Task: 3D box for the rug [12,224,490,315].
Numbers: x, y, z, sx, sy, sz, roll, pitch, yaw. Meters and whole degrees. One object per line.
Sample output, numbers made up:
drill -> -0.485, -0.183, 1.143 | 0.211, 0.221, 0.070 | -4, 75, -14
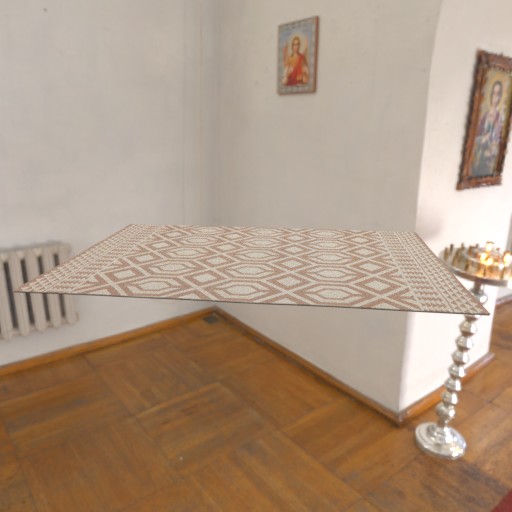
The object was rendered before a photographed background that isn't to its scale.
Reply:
rug -> 0.000, 0.000, 2.258 | 1.829, 0.008, 1.219 | 2, 17, 7
